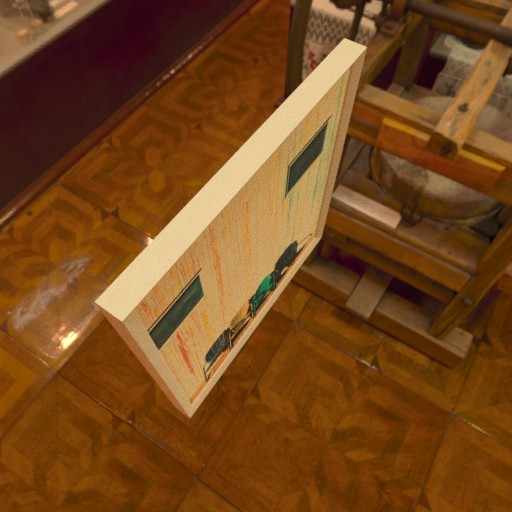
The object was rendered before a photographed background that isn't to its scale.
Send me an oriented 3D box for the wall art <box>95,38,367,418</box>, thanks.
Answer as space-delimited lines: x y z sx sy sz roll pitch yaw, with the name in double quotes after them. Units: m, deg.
0.000 0.000 0.755 0.037 0.508 0.508 31 65 16 "wall art"
